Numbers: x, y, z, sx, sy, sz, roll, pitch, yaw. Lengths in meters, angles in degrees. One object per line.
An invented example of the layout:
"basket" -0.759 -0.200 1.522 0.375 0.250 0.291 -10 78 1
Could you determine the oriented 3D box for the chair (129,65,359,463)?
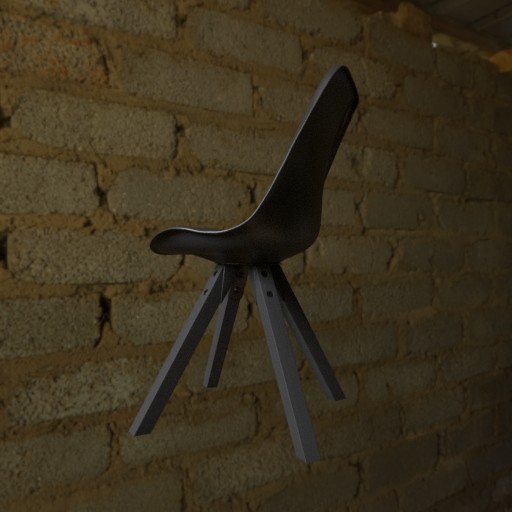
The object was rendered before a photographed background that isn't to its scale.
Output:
"chair" 0.000 0.000 1.174 0.530 0.850 0.485 0 0 19
